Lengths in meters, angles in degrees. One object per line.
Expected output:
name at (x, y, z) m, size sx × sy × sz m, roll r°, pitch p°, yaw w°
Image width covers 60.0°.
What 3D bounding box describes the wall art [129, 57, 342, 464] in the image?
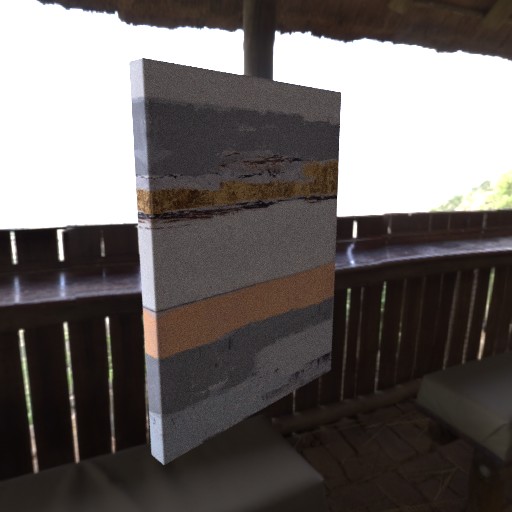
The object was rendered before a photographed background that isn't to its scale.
wall art at (0.000, 0.000, 0.812) m, size 0.038 × 0.609 × 0.456 m, roll 12°, pitch 18°, yaw 43°
